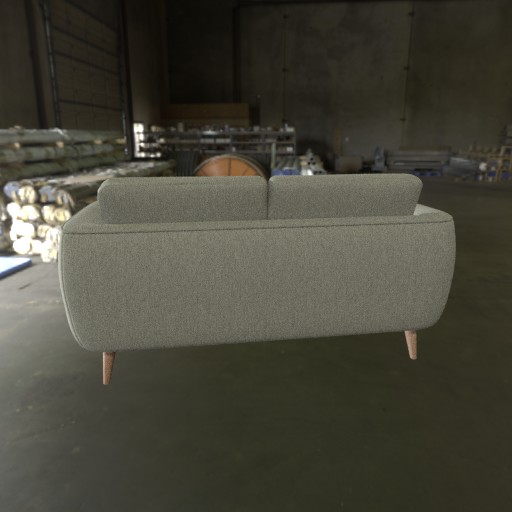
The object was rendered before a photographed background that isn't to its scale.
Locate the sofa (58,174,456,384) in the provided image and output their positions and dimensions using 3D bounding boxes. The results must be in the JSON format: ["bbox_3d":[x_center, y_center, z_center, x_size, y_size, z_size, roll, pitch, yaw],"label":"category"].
[{"bbox_3d":[0.000,0.000,2.221,1.700,0.850,0.920,-2,16,-9],"label":"sofa"}]
